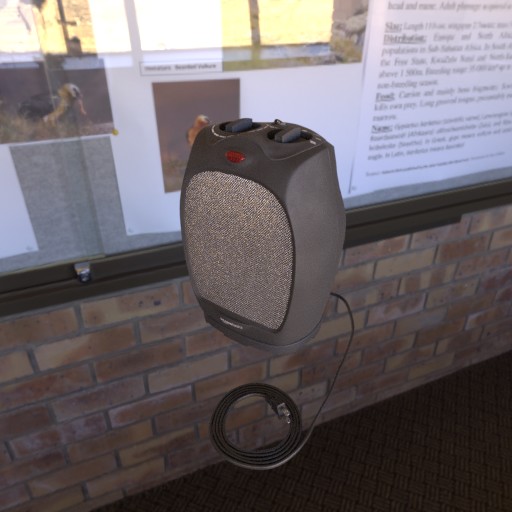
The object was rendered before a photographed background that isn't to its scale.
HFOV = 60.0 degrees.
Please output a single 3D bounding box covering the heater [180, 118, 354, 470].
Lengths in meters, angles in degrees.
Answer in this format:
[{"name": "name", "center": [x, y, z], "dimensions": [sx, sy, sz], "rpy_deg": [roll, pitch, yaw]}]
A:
[{"name": "heater", "center": [0.000, 0.000, 0.480], "dimensions": [0.239, 0.255, 0.291], "rpy_deg": [20, 36, 29]}]
